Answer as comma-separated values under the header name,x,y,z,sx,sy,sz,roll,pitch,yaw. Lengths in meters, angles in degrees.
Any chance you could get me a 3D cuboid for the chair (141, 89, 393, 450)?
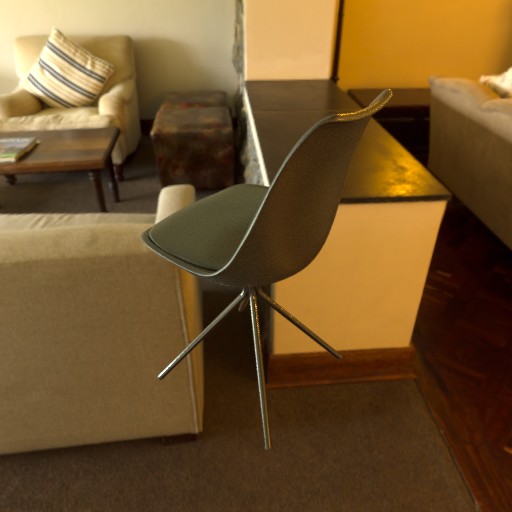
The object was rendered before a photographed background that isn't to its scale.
name,x,y,z,sx,sy,sz,roll,pitch,yaw
chair,0.000,0.000,1.149,0.525,0.850,0.461,22,39,30
